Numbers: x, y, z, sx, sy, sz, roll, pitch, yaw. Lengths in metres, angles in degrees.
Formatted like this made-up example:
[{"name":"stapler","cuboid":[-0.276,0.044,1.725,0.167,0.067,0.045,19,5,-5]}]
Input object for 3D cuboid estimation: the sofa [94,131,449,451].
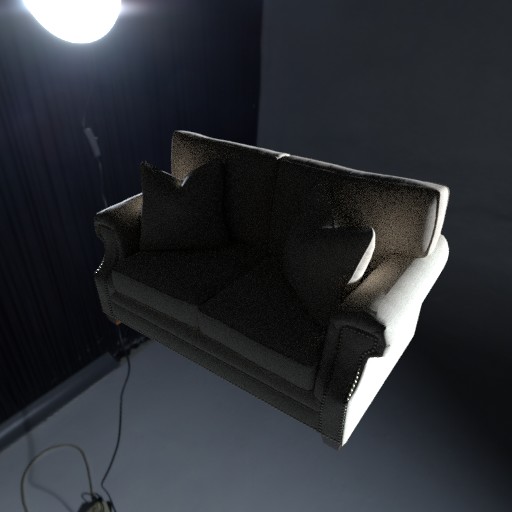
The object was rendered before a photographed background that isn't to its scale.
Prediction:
[{"name":"sofa","cuboid":[0.000,0.000,2.295,1.701,0.966,0.966,20,36,30]}]
